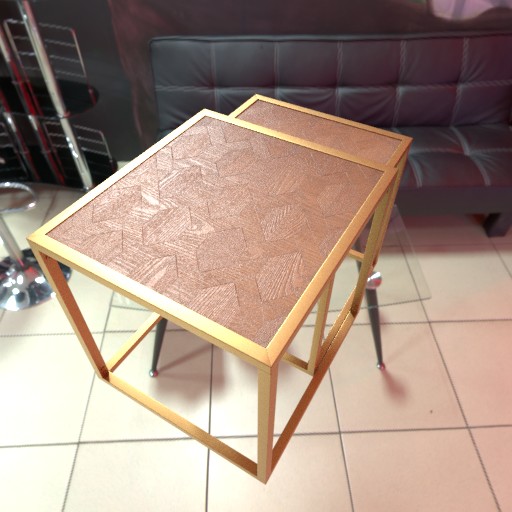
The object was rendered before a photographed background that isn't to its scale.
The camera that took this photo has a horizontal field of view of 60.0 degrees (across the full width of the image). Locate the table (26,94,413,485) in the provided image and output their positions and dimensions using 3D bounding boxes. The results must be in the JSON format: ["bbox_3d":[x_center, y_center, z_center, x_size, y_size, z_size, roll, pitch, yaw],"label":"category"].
[{"bbox_3d":[0.000,0.000,1.106,0.505,0.505,0.762,23,50,21],"label":"table"}]
